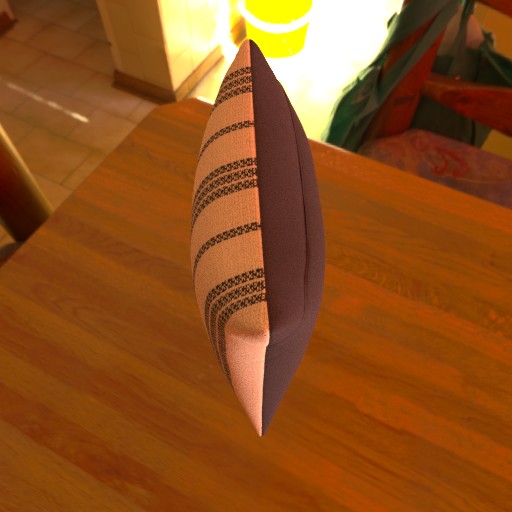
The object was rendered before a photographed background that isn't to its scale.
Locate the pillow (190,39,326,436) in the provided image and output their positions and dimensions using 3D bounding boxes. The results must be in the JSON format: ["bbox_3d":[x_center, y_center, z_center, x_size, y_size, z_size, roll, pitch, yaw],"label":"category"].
[{"bbox_3d":[0.000,0.000,0.623,0.173,0.406,0.405,-2,58,-1],"label":"pillow"}]
